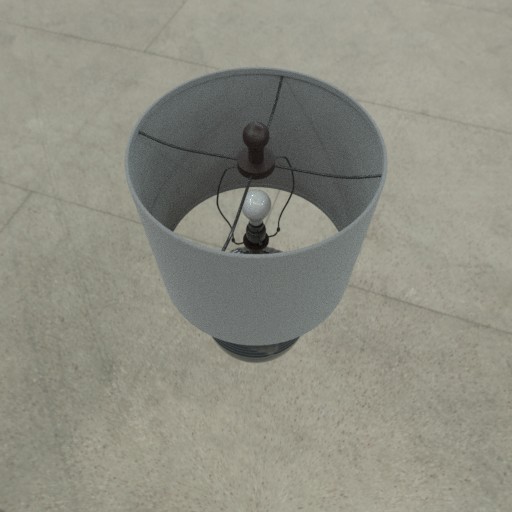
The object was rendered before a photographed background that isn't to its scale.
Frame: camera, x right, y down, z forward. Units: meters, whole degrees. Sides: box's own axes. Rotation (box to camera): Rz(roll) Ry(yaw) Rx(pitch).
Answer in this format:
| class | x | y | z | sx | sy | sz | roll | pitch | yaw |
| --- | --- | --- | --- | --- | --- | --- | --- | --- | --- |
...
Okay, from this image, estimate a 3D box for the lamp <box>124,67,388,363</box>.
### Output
| class | x | y | z | sx | sy | sz | roll | pitch | yaw |
| --- | --- | --- | --- | --- | --- | --- | --- | --- | --- |
| lamp | 0.000 | 0.000 | 0.751 | 0.318 | 0.567 | 0.318 | 0 | 58 | 0 |
